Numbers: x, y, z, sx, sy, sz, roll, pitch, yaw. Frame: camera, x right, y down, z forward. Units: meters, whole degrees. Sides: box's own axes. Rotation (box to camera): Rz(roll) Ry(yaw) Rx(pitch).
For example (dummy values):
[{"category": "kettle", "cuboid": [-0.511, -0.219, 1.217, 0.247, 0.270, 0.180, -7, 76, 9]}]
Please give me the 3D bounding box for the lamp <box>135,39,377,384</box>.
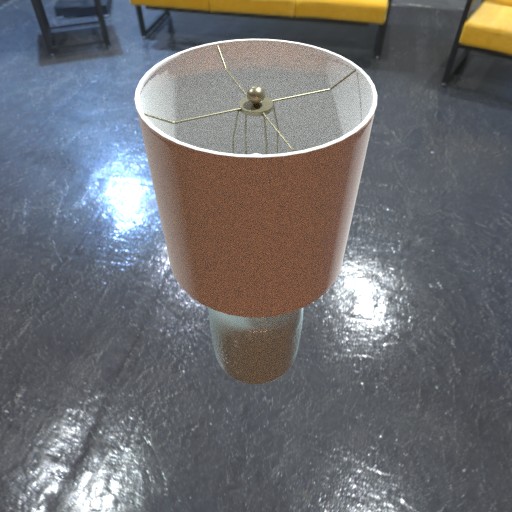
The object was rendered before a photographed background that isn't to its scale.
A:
[{"category": "lamp", "cuboid": [0.000, 0.000, 1.094, 0.418, 0.871, 0.418, 12, 49, 11]}]
